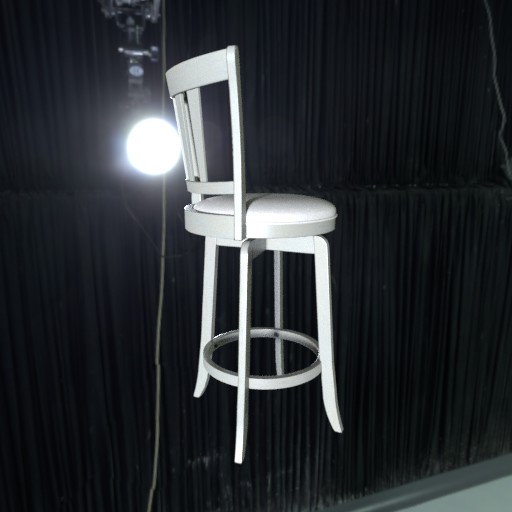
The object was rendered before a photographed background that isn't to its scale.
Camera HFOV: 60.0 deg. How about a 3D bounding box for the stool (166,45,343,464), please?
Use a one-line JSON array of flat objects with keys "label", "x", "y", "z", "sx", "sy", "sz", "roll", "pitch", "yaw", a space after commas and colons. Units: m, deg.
[{"label": "stool", "x": 0.000, "y": 0.000, "z": 1.314, "sx": 0.475, "sy": 1.042, "sz": 0.436, "roll": -6, "pitch": 14, "yaw": -24}]
